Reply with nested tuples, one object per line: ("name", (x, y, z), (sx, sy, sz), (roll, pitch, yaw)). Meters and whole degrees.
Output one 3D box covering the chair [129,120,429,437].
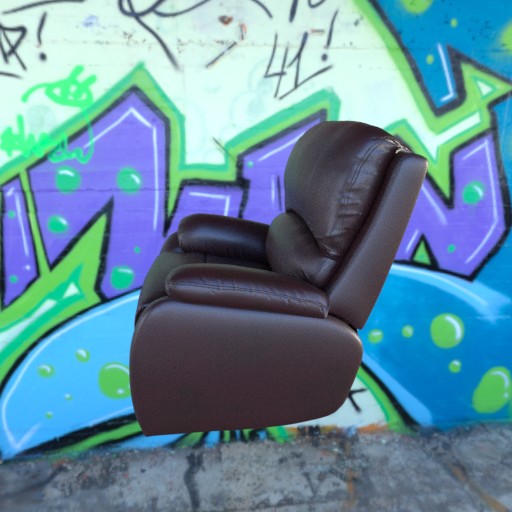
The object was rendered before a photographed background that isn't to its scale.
("chair", (0.000, 0.000, 1.726), (0.899, 1.011, 0.930), (-2, 17, -6))
